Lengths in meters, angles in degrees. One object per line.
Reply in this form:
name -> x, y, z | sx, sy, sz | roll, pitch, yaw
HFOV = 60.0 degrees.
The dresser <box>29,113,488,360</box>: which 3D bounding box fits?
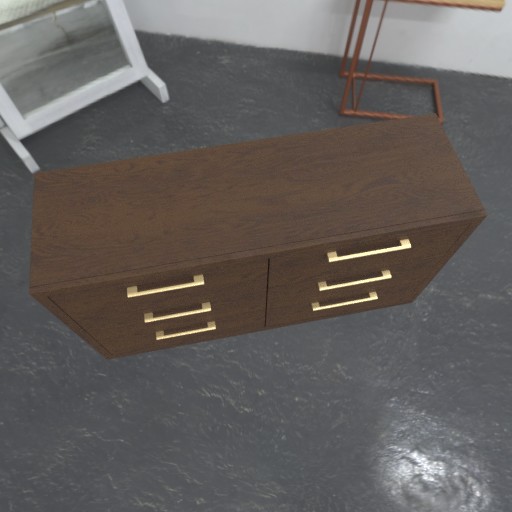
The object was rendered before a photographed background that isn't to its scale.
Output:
dresser -> 0.000, 0.000, 1.936 | 1.523, 0.889, 0.512 | -10, 63, -5
